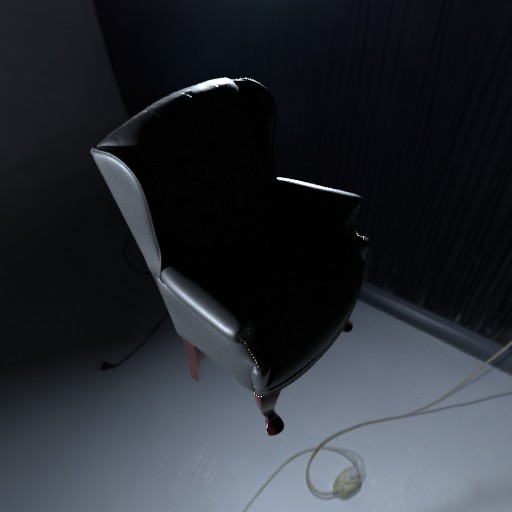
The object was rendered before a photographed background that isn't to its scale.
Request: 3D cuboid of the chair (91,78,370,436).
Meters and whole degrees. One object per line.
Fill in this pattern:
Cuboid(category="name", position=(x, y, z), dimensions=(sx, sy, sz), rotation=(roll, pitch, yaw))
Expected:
Cuboid(category="chair", position=(0.000, 0.000, 1.682), dimensions=(0.762, 1.111, 0.838), rotation=(26, 48, 25))
